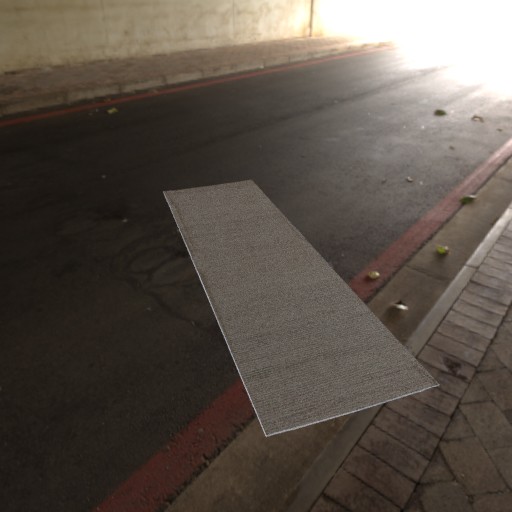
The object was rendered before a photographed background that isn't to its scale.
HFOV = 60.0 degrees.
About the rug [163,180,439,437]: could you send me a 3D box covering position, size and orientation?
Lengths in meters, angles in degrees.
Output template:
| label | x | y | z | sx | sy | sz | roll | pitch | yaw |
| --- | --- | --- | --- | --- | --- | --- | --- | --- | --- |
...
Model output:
| label | x | y | z | sx | sy | sz | roll | pitch | yaw |
| --- | --- | --- | --- | --- | --- | --- | --- | --- | --- |
| rug | 0.000 | 0.000 | 2.633 | 0.741 | 0.014 | 2.390 | -10 | 32 | -16 |
